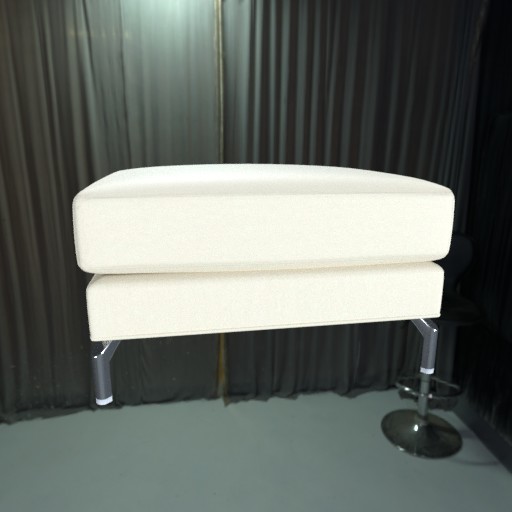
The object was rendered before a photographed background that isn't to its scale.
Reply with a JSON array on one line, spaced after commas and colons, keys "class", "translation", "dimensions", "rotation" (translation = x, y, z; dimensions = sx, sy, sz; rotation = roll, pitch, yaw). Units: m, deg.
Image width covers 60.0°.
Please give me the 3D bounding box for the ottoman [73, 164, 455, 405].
[{"class": "ottoman", "translation": [0.000, 0.000, 1.243], "dimensions": [0.835, 0.497, 0.581], "rotation": [-2, 15, -9]}]
